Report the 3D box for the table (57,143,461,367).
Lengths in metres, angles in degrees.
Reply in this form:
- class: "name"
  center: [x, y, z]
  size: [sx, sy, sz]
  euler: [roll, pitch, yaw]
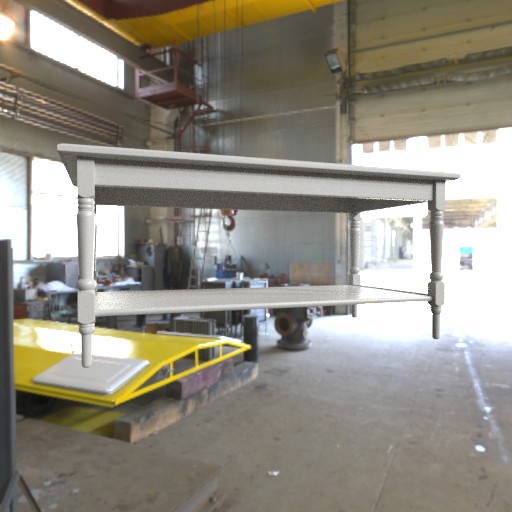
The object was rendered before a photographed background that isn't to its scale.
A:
- class: "table"
  center: [0.000, 0.000, 1.410]
  size: [1.109, 0.506, 0.551]
  euler: [0, 1, -19]
